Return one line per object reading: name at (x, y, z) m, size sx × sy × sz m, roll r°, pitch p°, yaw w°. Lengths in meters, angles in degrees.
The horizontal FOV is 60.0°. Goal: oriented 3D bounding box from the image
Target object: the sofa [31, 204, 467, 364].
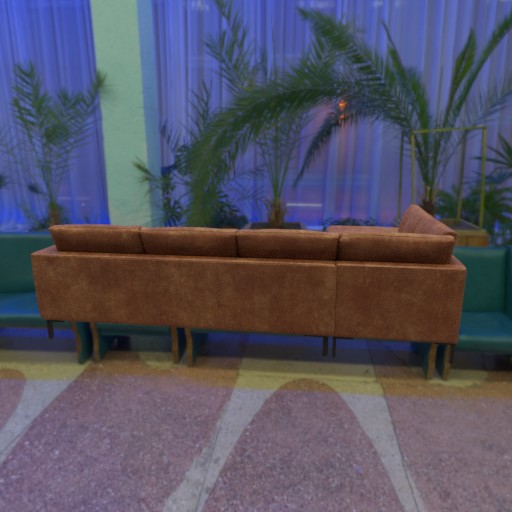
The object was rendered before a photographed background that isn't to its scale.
sofa at (0.000, 0.000, 3.909) m, size 2.984 × 0.877 × 1.938 m, roll 2°, pitch 15°, yaw 8°
